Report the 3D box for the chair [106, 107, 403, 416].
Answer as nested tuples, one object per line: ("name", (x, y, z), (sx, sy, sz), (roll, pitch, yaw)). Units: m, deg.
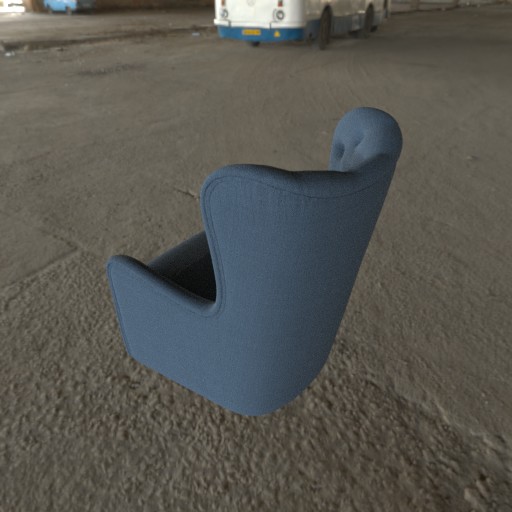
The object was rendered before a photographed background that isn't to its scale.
("chair", (0.000, 0.000, 1.770), (0.930, 1.079, 0.831), (21, 37, 30))
